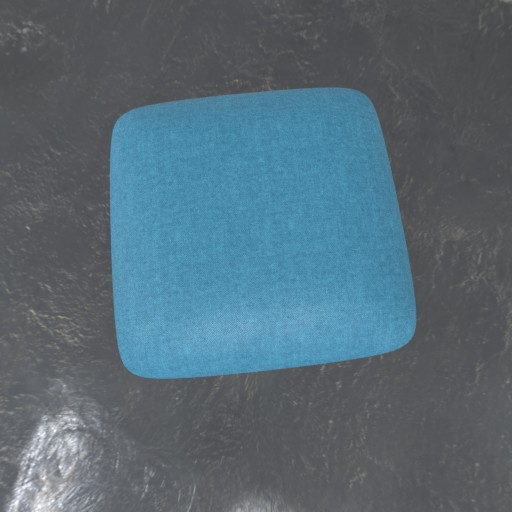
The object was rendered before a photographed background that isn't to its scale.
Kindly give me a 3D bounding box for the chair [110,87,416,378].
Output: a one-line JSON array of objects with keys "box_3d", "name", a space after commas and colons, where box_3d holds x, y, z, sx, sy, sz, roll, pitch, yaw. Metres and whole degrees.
[{"box_3d": [0.000, 0.000, 0.717, 0.360, 0.450, 0.360, -6, 75, -2], "name": "chair"}]
